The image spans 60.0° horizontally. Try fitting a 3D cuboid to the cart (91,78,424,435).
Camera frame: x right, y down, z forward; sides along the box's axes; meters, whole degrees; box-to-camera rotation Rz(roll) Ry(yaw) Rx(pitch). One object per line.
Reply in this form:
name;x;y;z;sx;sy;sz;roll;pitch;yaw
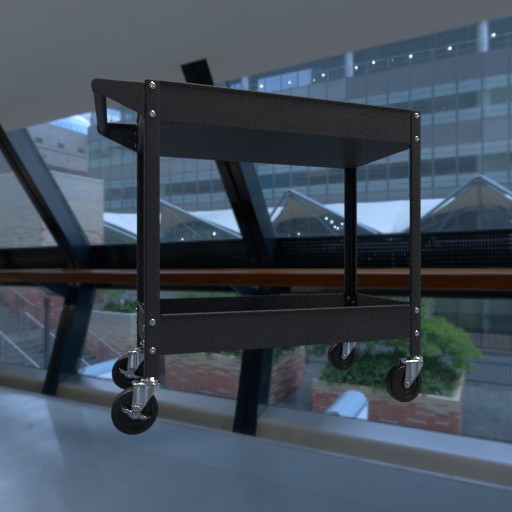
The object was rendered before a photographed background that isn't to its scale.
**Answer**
cart;0.000;0.000;1.137;0.779;0.719;0.366;0;0;-18
